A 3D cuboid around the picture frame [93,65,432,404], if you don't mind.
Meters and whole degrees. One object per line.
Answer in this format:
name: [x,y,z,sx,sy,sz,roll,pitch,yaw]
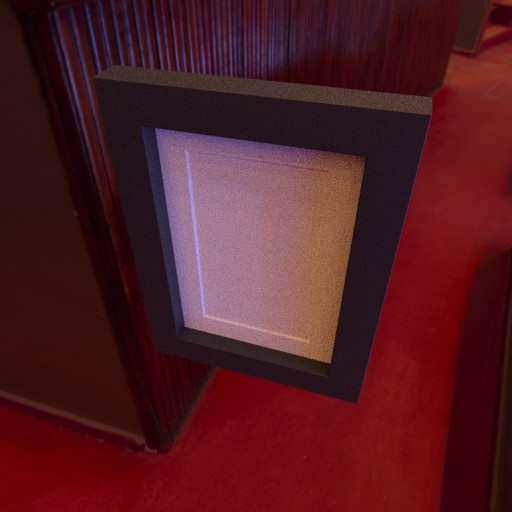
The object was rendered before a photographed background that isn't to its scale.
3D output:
picture frame: [0.000,0.000,0.273,0.157,0.208,0.028,11,41,13]
